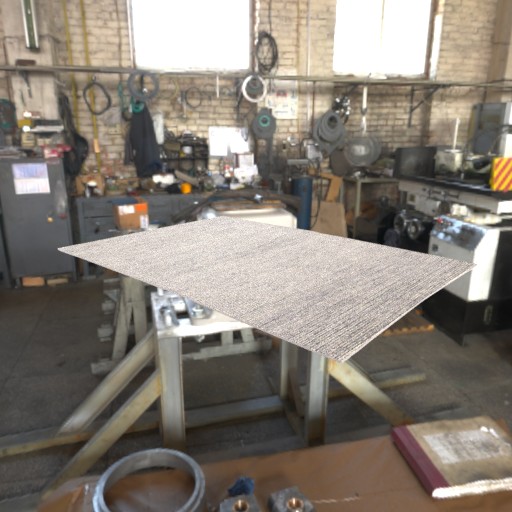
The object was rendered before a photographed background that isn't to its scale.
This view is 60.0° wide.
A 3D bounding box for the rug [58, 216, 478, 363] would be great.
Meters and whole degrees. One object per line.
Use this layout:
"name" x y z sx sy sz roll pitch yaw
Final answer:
"rug" 0.000 0.000 2.926 2.307 0.030 1.604 14 22 40
